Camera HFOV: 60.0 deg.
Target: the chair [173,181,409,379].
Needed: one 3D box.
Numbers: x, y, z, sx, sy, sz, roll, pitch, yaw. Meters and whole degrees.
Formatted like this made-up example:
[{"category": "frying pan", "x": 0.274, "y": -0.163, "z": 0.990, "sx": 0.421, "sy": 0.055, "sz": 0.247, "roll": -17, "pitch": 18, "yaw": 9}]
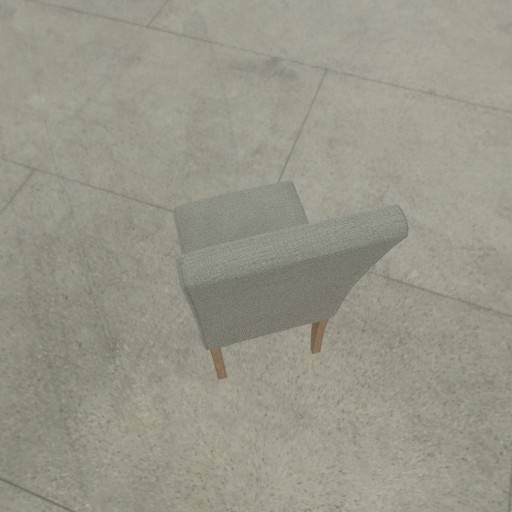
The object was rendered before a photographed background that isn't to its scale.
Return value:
[{"category": "chair", "x": 0.000, "y": 0.000, "z": 1.363, "sx": 0.450, "sy": 1.033, "sz": 0.611, "roll": -13, "pitch": 61, "yaw": -8}]
